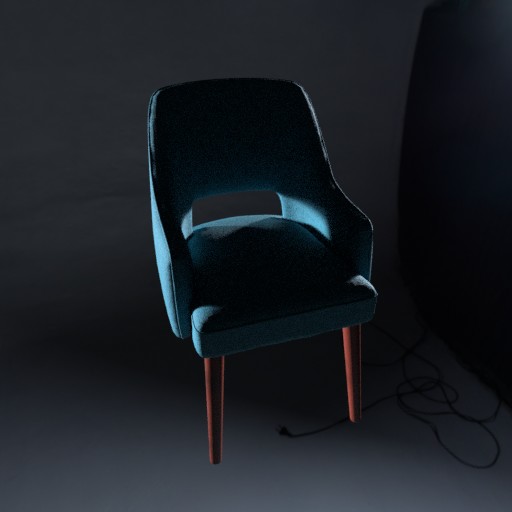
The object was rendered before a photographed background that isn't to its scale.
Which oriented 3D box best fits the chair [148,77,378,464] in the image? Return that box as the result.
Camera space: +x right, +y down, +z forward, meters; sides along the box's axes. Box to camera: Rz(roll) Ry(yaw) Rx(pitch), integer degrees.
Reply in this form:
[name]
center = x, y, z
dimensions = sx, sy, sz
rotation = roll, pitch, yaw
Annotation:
[chair]
center = 0.000, 0.000, 1.243
dimensions = 0.548, 0.849, 0.605
rotation = -10, 32, -16
